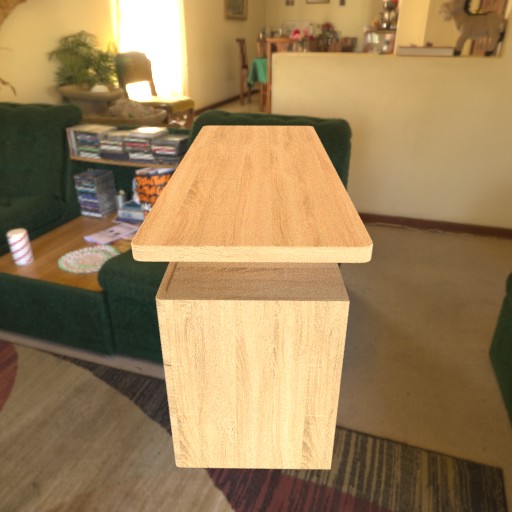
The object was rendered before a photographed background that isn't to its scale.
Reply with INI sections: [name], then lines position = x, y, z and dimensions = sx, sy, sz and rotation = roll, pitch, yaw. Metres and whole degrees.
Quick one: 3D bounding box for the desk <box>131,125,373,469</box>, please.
[desk]
position = 0.000, 0.000, 1.780
dimensions = 0.550, 0.760, 1.400
rotation = 0, 27, 1
